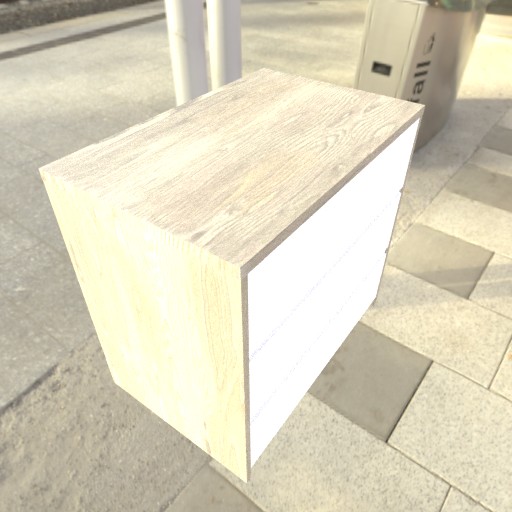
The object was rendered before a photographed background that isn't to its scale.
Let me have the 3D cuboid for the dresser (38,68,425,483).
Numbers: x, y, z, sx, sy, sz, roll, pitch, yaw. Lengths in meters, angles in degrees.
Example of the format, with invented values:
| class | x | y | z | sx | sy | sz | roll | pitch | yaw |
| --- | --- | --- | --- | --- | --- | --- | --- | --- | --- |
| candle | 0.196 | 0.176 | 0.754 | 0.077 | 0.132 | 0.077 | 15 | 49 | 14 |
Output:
| class | x | y | z | sx | sy | sz | roll | pitch | yaw |
| --- | --- | --- | --- | --- | --- | --- | --- | --- | --- |
| dresser | 0.000 | 0.000 | 1.296 | 0.529 | 0.762 | 0.809 | 25 | 46 | 27 |
